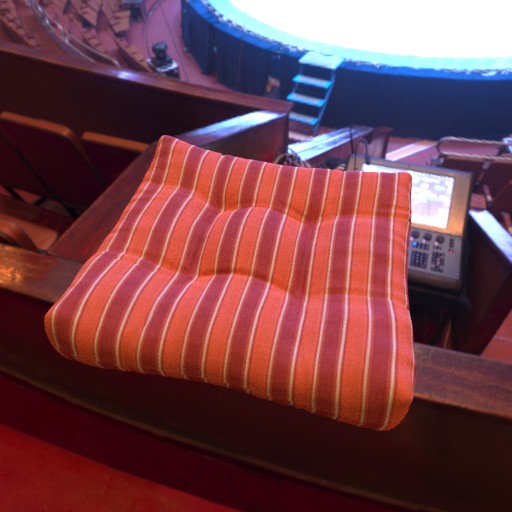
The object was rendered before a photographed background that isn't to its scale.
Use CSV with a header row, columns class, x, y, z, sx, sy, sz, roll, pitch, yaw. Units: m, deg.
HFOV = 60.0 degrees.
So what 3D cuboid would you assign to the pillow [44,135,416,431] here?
class,x,y,z,sx,sy,sz,roll,pitch,yaw
pillow,0.000,0.000,0.715,0.490,0.133,0.468,9,48,9
